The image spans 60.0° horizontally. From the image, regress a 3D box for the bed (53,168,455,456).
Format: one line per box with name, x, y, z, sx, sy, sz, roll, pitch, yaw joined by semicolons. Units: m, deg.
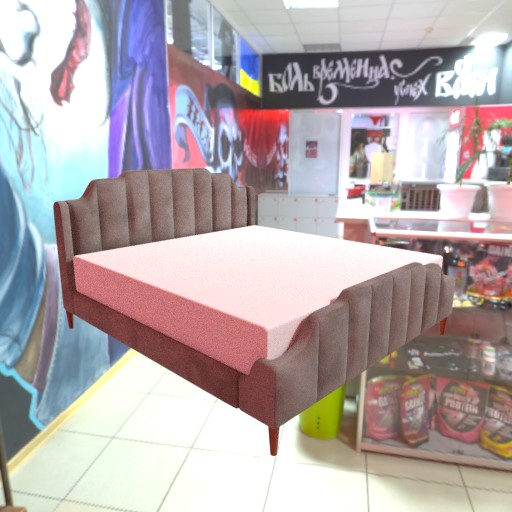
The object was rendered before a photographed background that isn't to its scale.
bed;0.000;0.000;3.405;2.340;1.245;2.074;13;19;43
